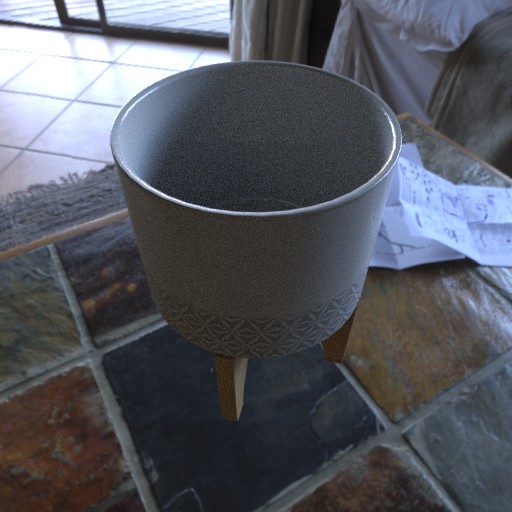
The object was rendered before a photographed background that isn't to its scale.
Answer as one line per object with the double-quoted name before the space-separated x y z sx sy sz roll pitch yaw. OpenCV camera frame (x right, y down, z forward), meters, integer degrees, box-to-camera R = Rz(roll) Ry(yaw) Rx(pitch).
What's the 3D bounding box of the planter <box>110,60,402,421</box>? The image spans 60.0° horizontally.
"planter" 0.000 0.000 0.510 0.249 0.343 0.249 0 47 0
